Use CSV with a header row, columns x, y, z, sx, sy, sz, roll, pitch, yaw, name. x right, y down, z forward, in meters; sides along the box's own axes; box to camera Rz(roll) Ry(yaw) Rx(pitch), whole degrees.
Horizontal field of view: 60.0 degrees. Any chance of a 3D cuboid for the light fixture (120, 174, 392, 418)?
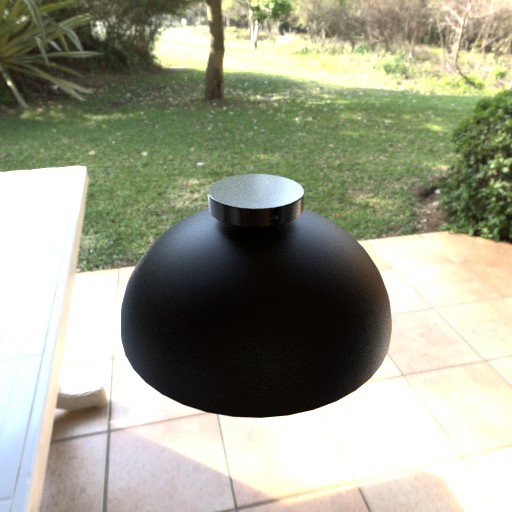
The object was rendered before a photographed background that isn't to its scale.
x,y,z,sx,sy,sz,roll,pitch,yaw,name
0.000,0.000,0.559,0.355,0.177,0.355,0,29,0,light fixture
